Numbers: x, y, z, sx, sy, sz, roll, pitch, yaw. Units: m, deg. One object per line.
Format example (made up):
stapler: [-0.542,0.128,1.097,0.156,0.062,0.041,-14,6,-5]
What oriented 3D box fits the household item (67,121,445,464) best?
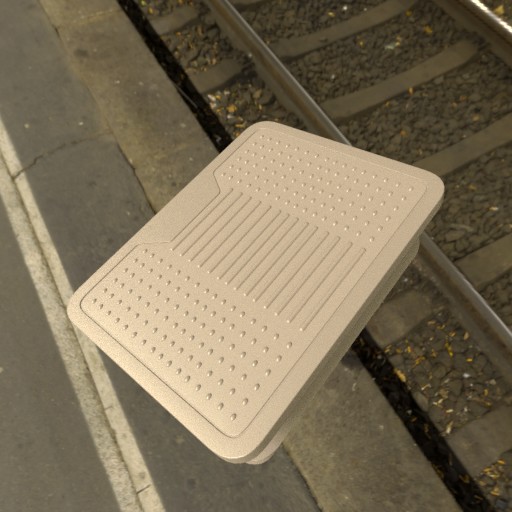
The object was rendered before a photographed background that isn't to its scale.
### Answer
household item: [0.000,0.000,0.535,0.301,0.126,0.390,36,69,16]
